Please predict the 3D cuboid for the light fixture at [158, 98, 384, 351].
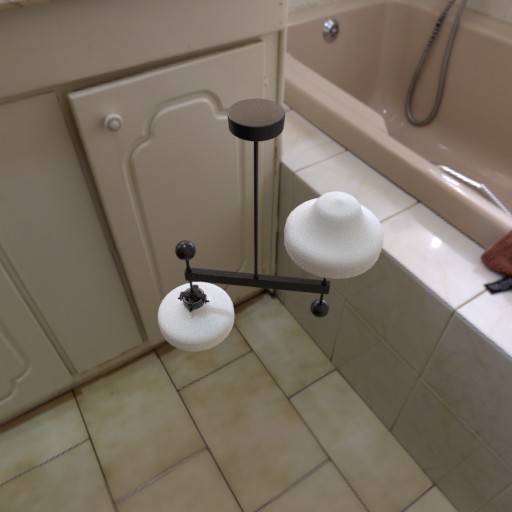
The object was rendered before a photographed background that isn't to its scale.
[{"bbox_3d":[0.000,0.000,1.057,0.489,0.743,0.422,-23,51,-20],"label":"light fixture"}]
